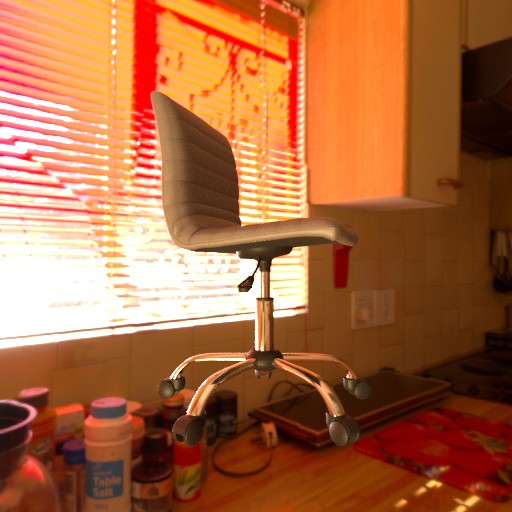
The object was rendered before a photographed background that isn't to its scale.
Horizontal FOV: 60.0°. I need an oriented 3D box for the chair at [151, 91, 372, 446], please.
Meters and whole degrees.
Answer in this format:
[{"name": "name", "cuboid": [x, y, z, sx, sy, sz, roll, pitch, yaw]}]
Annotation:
[{"name": "chair", "cuboid": [0.000, 0.000, 1.109, 0.542, 0.750, 0.569, 0, -1, 18]}]
